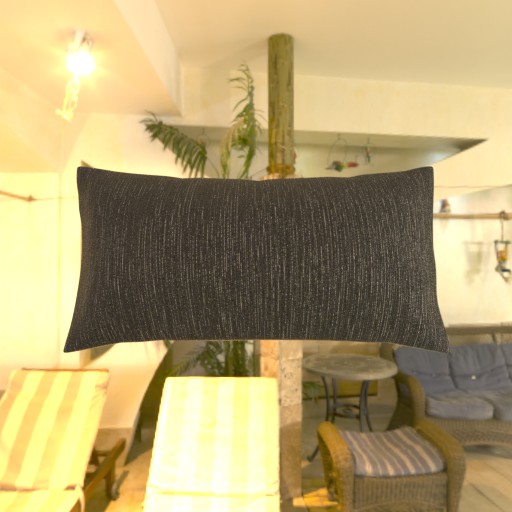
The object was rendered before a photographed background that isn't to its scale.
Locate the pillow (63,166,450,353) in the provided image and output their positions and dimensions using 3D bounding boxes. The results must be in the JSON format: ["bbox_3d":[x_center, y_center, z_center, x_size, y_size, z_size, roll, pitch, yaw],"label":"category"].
[{"bbox_3d":[0.000,0.000,0.722,0.608,0.305,0.156,0,-1,0],"label":"pillow"}]
